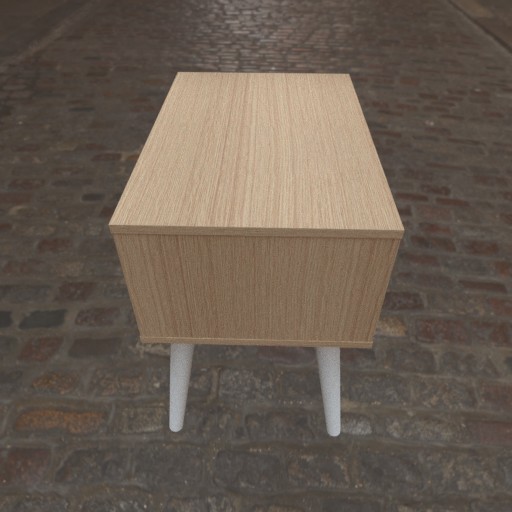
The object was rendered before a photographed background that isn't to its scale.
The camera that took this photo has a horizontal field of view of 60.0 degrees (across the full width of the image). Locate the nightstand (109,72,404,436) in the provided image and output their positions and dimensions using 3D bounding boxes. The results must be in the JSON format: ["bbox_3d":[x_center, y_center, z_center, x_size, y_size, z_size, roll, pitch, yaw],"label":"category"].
[{"bbox_3d":[0.000,0.000,1.000,0.407,0.610,0.571,1,42,1],"label":"nightstand"}]
